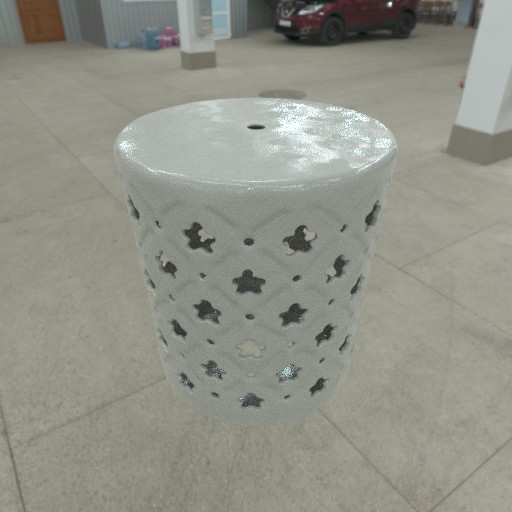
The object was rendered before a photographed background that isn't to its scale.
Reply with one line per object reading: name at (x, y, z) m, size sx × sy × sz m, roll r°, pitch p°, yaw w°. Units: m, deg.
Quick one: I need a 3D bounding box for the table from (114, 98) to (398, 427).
table at (0.000, 0.000, 0.663) m, size 0.352 × 0.387 × 0.352 m, roll 0°, pitch 32°, yaw 0°
